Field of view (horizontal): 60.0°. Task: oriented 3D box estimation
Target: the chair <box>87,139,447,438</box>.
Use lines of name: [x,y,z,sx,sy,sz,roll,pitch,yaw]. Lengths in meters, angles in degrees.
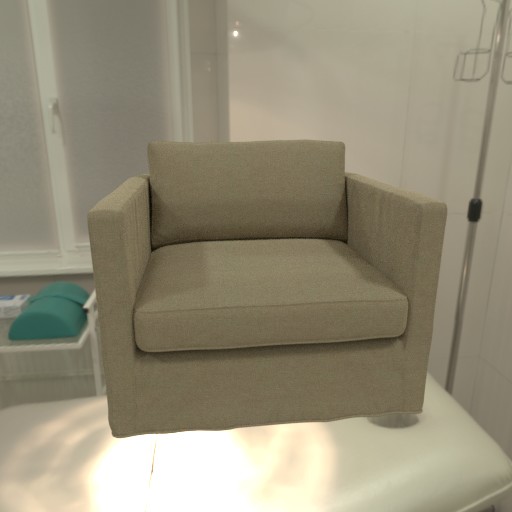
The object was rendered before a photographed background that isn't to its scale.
chair: [0.000,0.000,1.736,1.057,0.863,0.949,-2,17,-7]
